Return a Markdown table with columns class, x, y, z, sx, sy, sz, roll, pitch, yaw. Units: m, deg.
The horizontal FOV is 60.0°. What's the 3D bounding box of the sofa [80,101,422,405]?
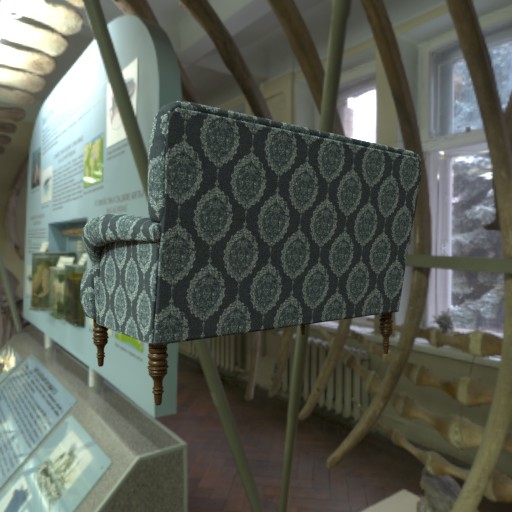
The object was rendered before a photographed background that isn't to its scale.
| class | x | y | z | sx | sy | sz | roll | pitch | yaw |
| --- | --- | --- | --- | --- | --- | --- | --- | --- | --- |
| sofa | 0.000 | 0.000 | 1.823 | 1.297 | 0.867 | 0.779 | -1 | 1 | -37 |
